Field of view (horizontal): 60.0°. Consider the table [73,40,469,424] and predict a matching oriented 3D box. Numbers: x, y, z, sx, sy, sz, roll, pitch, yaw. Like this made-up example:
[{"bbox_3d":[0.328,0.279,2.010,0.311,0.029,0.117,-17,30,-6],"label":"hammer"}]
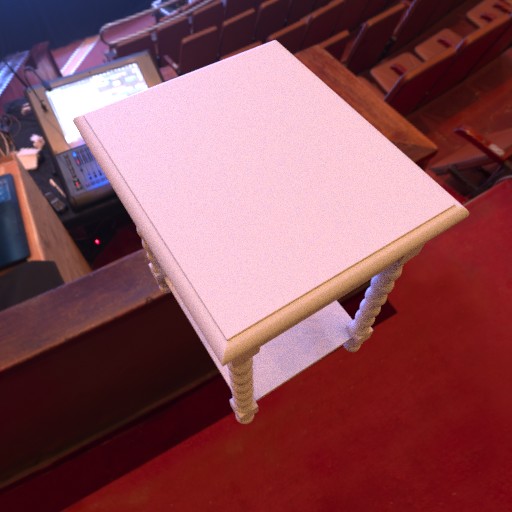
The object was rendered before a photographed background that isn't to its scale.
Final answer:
[{"bbox_3d":[0.000,0.000,0.849,0.381,0.531,0.460,-29,62,-17],"label":"table"}]
